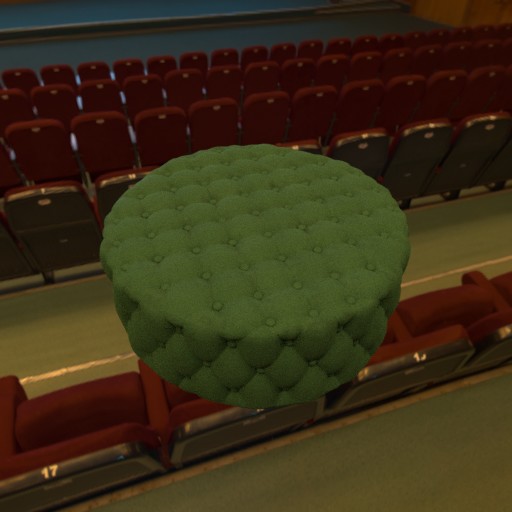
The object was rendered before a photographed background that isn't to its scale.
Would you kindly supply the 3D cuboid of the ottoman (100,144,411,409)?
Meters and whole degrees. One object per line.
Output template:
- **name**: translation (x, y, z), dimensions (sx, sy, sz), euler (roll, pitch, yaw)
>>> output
- **ottoman**: translation (0.000, 0.000, 1.548), dimensions (0.998, 0.399, 0.998), euler (0, 42, 0)
